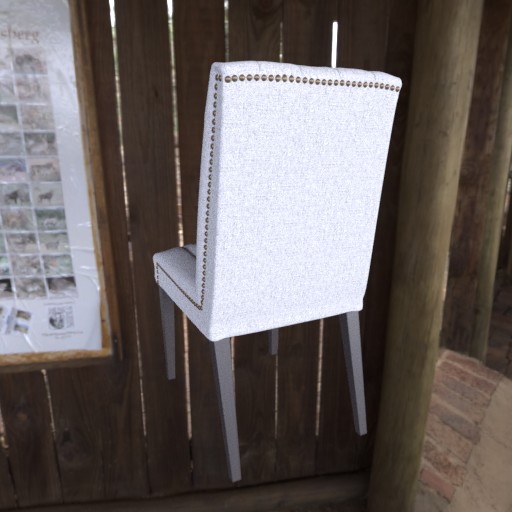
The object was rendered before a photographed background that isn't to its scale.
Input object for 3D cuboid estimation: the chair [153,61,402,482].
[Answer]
[{"bbox_3d":[0.000,0.000,1.368,0.511,1.016,0.647,-7,17,-26],"label":"chair"}]
